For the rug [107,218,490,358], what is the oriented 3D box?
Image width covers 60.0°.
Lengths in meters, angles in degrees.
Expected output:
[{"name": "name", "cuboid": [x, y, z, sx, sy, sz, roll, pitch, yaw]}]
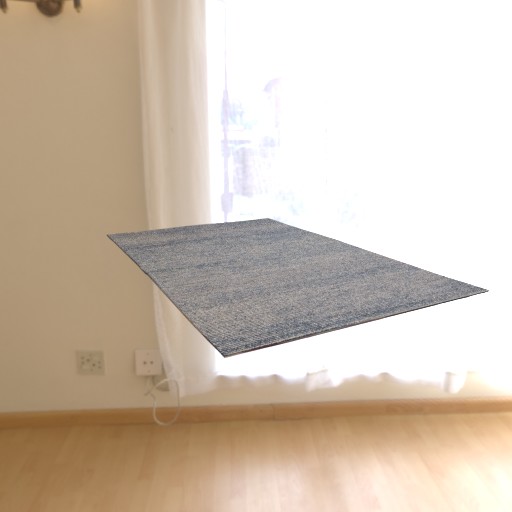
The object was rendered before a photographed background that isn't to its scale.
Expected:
[{"name": "rug", "cuboid": [0.000, 0.000, 2.259, 1.159, 0.025, 1.793, -8, 17, -27]}]
